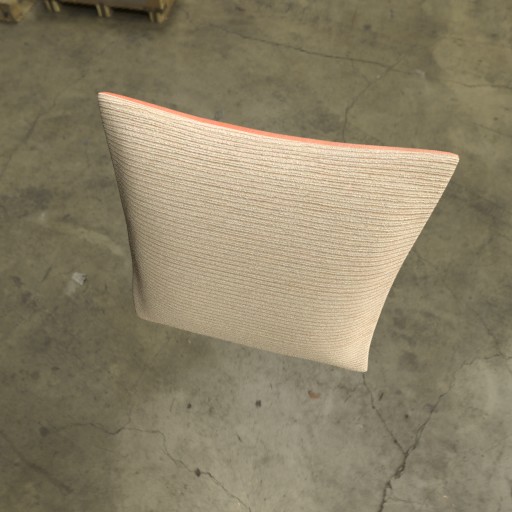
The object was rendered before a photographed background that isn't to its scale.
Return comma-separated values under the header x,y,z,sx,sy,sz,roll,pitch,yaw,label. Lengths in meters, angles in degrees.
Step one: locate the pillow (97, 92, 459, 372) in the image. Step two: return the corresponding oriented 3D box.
x,y,z,sx,sy,sz,roll,pitch,yaw,label
0.000,0.000,0.644,0.424,0.401,0.177,12,59,8,pillow
